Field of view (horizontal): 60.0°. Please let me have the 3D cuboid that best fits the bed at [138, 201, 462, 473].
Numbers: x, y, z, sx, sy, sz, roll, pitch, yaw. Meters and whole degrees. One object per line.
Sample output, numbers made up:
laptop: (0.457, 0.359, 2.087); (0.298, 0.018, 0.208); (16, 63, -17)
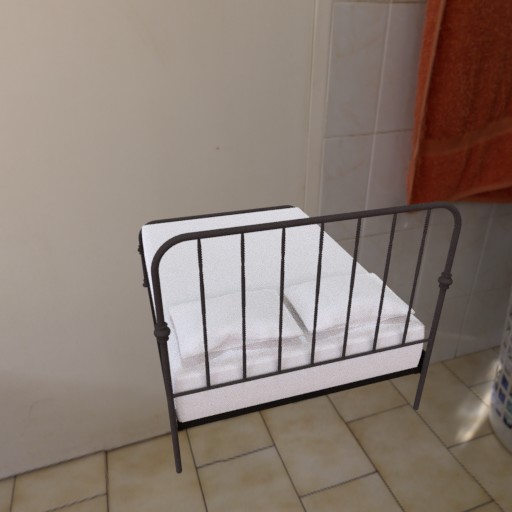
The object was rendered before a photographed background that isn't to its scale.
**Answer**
bed: (0.000, 0.000, 3.216); (1.616, 1.446, 2.134); (-8, 29, -15)
